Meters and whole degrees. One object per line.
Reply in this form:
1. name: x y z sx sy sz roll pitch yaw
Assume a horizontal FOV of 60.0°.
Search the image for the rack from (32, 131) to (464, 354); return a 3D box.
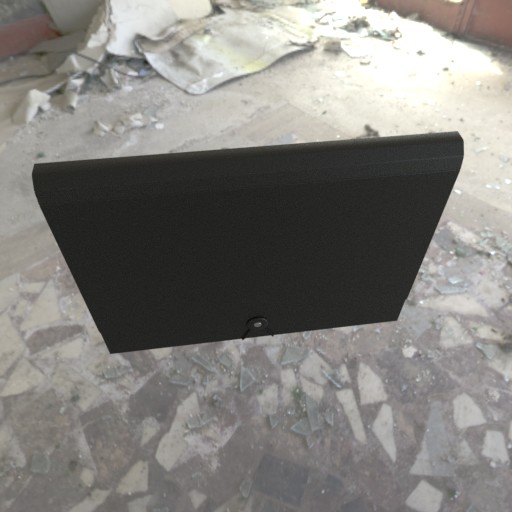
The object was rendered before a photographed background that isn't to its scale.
1. rack: 0.000 0.000 0.429 0.330 0.241 0.041 -6 48 -5
